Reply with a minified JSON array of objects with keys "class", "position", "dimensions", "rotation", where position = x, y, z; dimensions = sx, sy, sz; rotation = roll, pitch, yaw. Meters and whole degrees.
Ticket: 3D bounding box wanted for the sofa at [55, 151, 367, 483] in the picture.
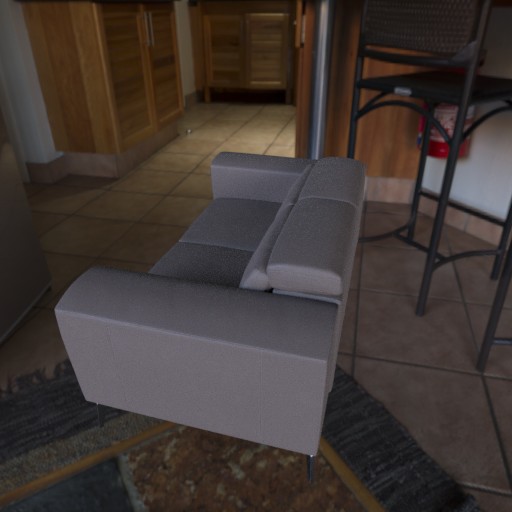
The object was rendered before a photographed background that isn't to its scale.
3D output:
[{"class":"sofa","position":[0.000,0.000,2.346],"dimensions":[1.003,0.779,1.895],"rotation":[8,32,13]}]
